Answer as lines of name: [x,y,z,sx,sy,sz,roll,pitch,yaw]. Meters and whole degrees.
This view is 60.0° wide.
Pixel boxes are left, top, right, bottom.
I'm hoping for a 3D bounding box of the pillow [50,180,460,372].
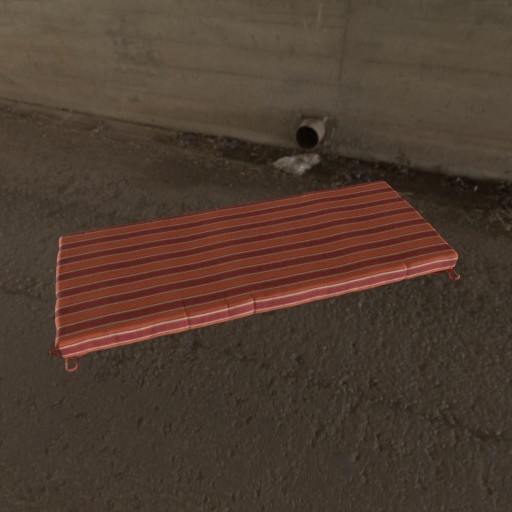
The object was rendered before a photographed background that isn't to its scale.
pillow: [0.000,0.000,1.356,1.187,0.081,0.492,-11,42,-13]
